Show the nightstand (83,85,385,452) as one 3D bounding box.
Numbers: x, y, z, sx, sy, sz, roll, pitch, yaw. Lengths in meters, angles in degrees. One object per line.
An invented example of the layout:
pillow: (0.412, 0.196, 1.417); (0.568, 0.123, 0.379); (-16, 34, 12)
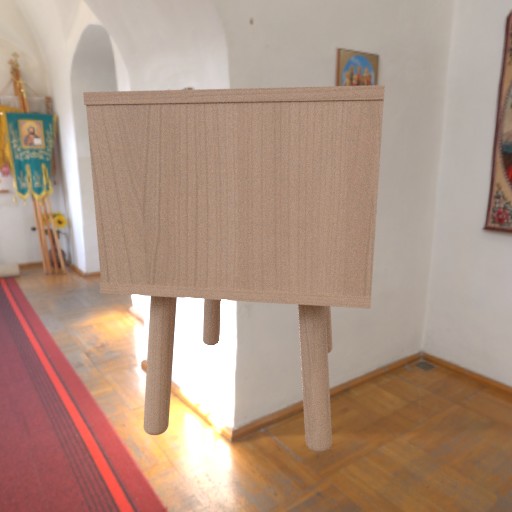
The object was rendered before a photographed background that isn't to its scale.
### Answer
nightstand: (0.000, 0.000, 0.824); (0.380, 0.530, 0.450); (2, 14, 9)
